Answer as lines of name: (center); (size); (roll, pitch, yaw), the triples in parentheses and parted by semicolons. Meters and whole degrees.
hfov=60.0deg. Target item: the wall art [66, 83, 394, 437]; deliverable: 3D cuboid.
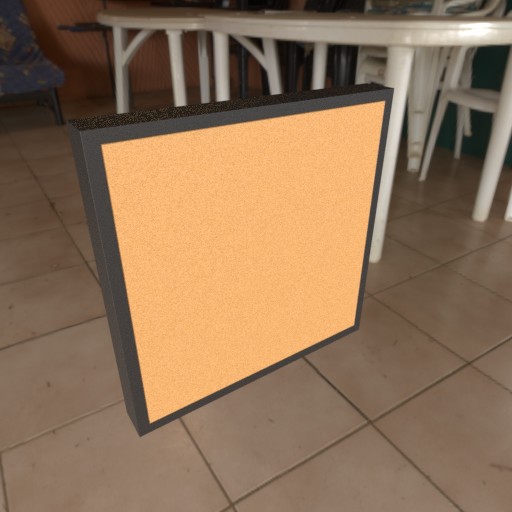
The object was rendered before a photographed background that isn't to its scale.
wall art: (0.000, 0.000, 0.453); (0.304, 0.304, 0.038); (-18, 35, -29)
